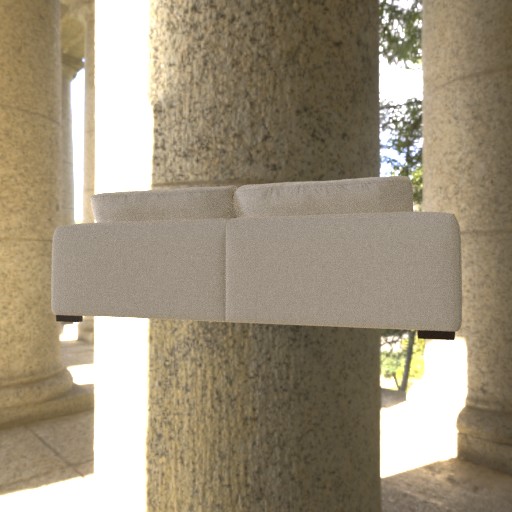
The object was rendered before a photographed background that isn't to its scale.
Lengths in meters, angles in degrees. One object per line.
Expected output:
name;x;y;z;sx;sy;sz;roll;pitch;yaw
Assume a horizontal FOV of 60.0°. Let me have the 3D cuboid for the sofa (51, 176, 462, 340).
sofa;0.000;0.000;2.809;2.262;0.801;1.070;0;-1;18
